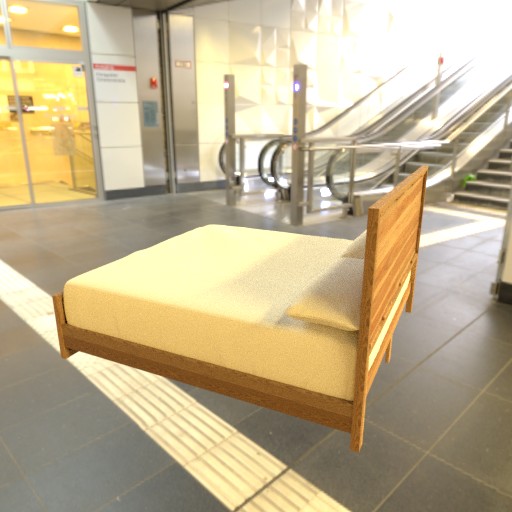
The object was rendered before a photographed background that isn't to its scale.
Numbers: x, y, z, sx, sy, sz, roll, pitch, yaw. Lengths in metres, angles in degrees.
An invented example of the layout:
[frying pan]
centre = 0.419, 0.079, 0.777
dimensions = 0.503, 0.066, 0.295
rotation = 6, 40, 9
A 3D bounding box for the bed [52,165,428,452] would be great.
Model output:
[bed]
centre = 0.000, 0.000, 3.447
dimensions = 2.184, 1.295, 2.013
rotation = 8, 19, 25
